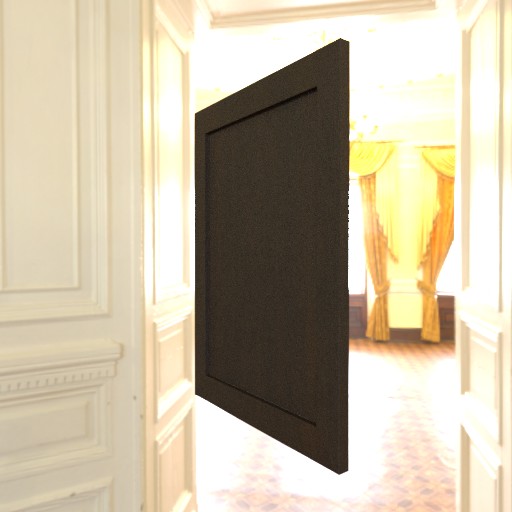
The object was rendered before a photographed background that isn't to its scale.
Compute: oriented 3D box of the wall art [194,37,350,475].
[{"bbox_3d":[0.000,0.000,0.670,0.017,0.513,0.359,-1,1,-36],"label":"wall art"}]
